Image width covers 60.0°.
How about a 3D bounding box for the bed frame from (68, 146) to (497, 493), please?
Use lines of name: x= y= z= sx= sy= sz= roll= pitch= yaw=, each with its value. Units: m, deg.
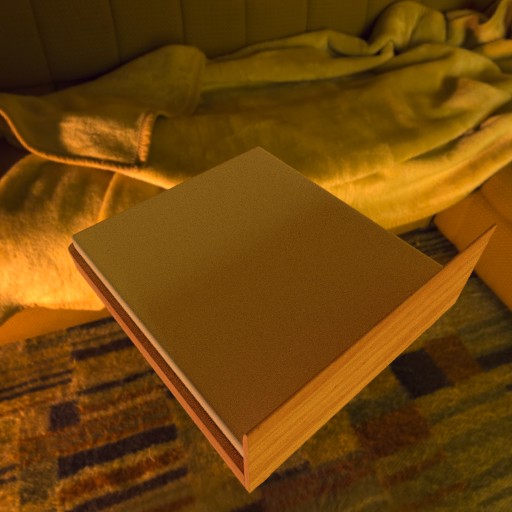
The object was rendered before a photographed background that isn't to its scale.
bed frame: x=0.000 y=0.000 z=3.020 sx=1.872 sy=0.940 sz=2.092 roll=-32 pitch=54 yaw=-26
